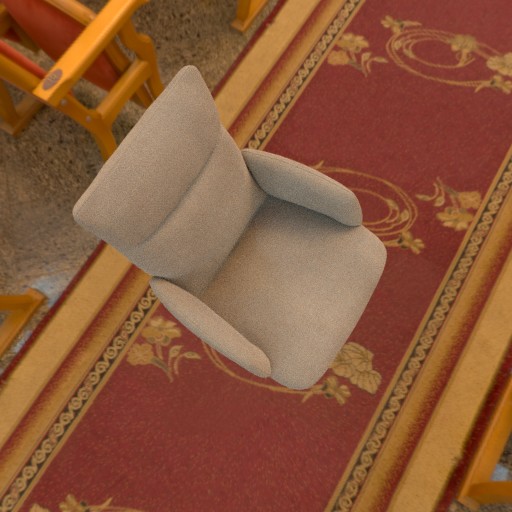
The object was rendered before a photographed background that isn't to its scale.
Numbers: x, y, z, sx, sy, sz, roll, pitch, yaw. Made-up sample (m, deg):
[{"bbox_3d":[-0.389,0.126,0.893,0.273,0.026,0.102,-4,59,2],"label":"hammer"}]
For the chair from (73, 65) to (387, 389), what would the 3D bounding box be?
[{"bbox_3d":[0.000,0.000,1.611,0.889,1.016,0.711,31,78,7],"label":"chair"}]
